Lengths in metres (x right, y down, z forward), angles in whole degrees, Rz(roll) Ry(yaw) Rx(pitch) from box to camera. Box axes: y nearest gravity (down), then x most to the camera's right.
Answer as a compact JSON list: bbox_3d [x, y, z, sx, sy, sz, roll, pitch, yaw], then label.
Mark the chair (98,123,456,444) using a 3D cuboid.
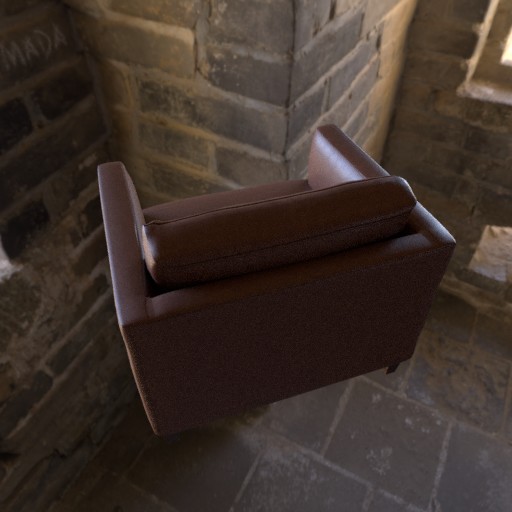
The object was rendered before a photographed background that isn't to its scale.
[{"bbox_3d":[0.000,0.000,1.829,1.107,0.917,0.959,-13,44,-14],"label":"chair"}]
